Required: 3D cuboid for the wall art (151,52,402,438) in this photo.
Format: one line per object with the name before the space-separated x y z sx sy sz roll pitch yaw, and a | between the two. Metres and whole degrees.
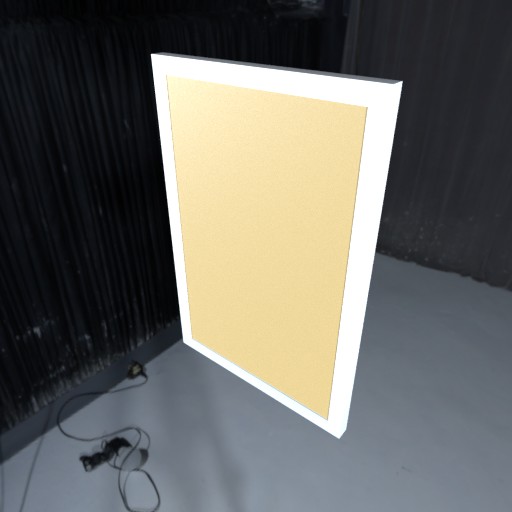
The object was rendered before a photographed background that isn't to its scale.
wall art | 0.000 0.000 1.146 0.612 0.915 0.039 23 38 32
